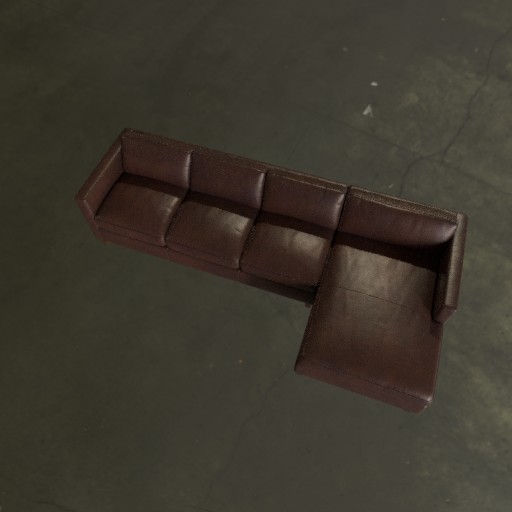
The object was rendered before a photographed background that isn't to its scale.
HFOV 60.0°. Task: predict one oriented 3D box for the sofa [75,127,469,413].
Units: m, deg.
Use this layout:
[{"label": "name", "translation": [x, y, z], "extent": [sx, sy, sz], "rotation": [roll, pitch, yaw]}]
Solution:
[{"label": "sofa", "translation": [0.000, 0.000, 3.816], "extent": [3.203, 0.883, 1.581], "rotation": [17, 60, 10]}]
